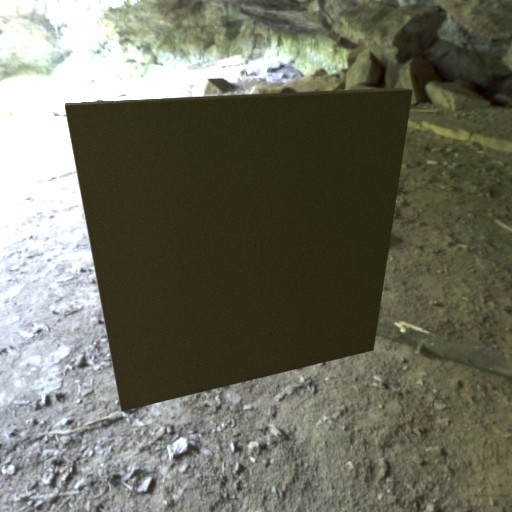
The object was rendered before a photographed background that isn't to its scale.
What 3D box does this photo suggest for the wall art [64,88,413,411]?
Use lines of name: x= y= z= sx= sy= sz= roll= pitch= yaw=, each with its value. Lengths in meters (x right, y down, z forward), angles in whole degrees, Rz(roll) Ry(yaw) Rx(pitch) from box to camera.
wall art: x=0.000 y=0.000 z=0.738 sx=0.503 sy=0.506 sz=0.031 roll=-9 pitch=28 yaw=-17
